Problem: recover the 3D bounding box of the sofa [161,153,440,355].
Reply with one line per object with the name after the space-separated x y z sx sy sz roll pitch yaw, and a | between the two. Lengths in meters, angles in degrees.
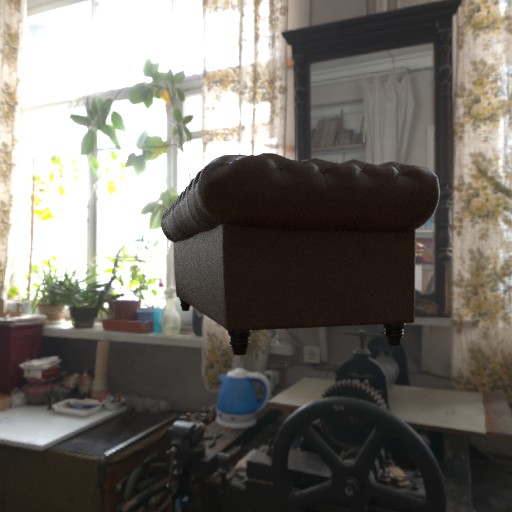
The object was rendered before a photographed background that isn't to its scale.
0.000 0.000 2.574 0.955 0.784 2.048 0 -1 -17 | sofa
